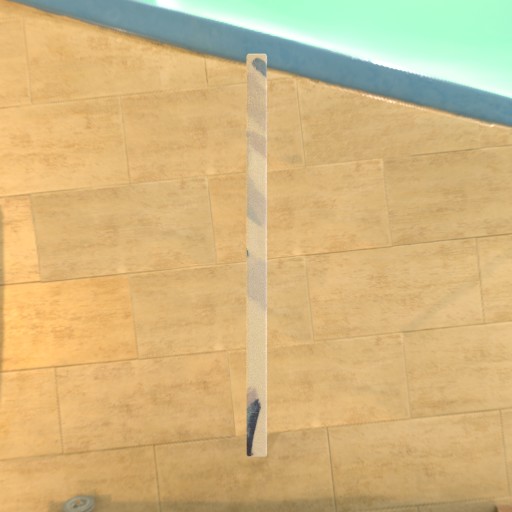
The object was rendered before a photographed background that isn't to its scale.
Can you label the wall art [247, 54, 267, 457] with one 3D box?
[{"bbox_3d":[0.000,0.000,1.341,0.038,1.015,0.761,0,90,0],"label":"wall art"}]
